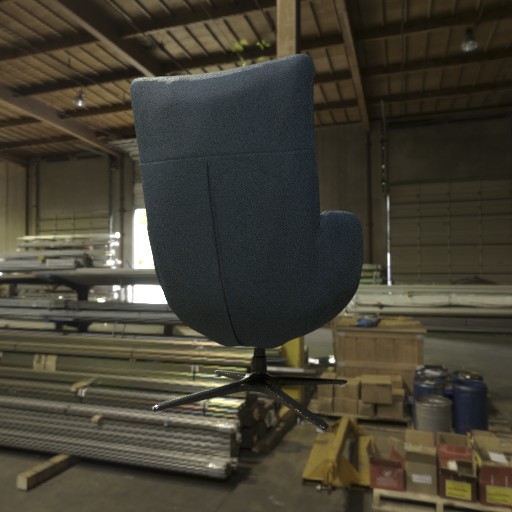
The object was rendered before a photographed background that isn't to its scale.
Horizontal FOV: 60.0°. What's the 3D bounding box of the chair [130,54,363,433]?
[{"bbox_3d":[0.000,0.000,1.561,0.711,1.016,0.889,-1,-2,17],"label":"chair"}]
